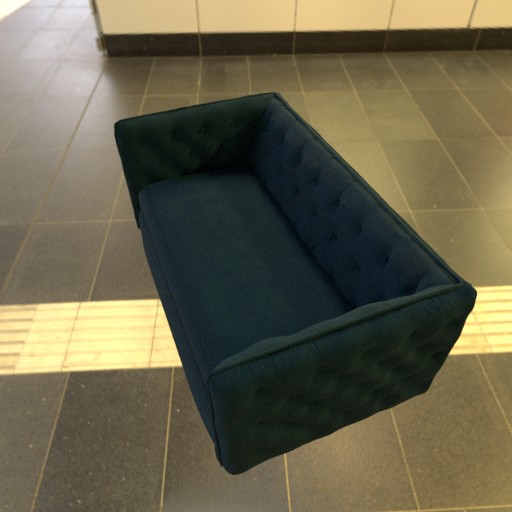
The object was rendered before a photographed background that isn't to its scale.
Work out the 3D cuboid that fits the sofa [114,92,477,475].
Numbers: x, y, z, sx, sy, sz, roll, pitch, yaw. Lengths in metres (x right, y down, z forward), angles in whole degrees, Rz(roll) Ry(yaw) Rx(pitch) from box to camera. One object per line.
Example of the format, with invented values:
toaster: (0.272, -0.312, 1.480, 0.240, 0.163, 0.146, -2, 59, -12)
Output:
sofa: (0.000, 0.000, 2.030, 0.909, 0.810, 1.583, -16, 48, -16)
